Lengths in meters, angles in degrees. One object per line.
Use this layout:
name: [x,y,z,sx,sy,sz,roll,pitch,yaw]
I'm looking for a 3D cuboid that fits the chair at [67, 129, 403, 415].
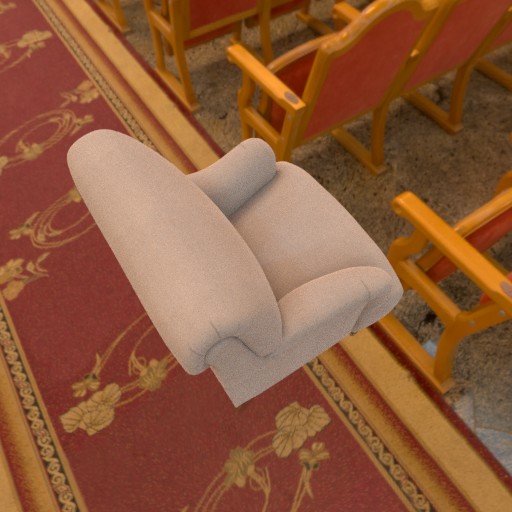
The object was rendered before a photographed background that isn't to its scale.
chair: [0.000,0.000,1.544,0.842,0.942,0.766,-29,62,-17]
